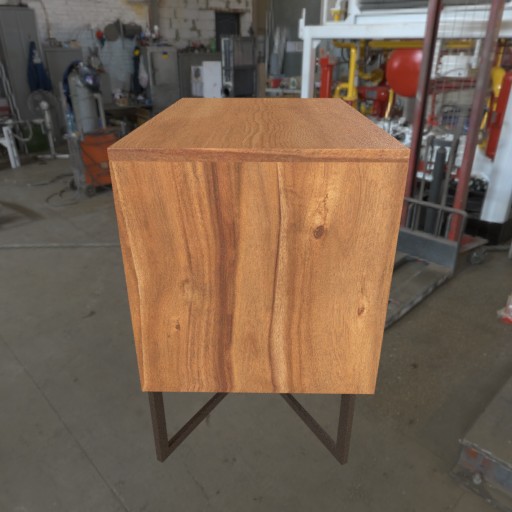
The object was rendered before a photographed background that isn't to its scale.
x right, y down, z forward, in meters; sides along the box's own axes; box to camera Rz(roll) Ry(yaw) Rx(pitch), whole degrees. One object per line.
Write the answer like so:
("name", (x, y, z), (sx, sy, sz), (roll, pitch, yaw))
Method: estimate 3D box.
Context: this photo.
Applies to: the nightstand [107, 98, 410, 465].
("nightstand", (0.000, 0.000, 1.007), (0.427, 0.615, 0.613), (0, 26, 1))
